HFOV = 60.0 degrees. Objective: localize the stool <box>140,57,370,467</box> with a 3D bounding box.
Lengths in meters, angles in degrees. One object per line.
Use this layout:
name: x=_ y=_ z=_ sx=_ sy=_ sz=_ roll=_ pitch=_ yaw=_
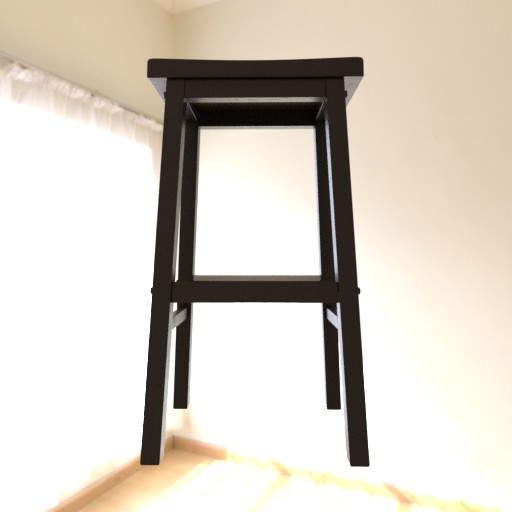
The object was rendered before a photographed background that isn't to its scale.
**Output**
stool: x=0.000 y=0.000 z=0.941 sx=0.406 sy=0.742 sz=0.322 roll=0 pitch=0 yaw=1
